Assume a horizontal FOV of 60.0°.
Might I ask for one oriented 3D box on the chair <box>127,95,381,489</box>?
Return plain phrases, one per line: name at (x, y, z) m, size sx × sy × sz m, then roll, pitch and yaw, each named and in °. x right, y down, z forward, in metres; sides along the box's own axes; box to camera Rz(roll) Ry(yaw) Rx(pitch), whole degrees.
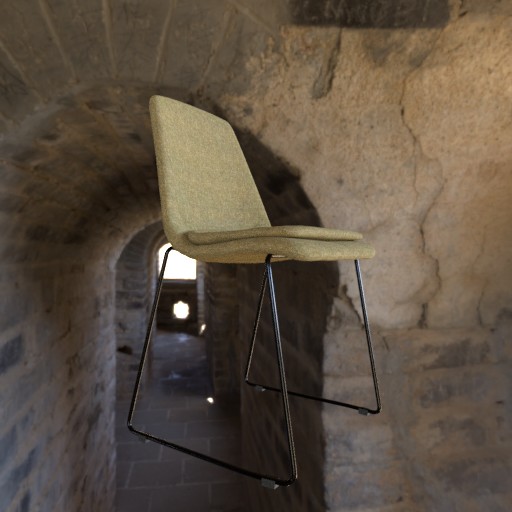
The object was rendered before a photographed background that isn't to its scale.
chair at (0.000, 0.000, 1.118) m, size 0.496 × 0.849 × 0.479 m, roll 0°, pitch 1°, yaw 36°
